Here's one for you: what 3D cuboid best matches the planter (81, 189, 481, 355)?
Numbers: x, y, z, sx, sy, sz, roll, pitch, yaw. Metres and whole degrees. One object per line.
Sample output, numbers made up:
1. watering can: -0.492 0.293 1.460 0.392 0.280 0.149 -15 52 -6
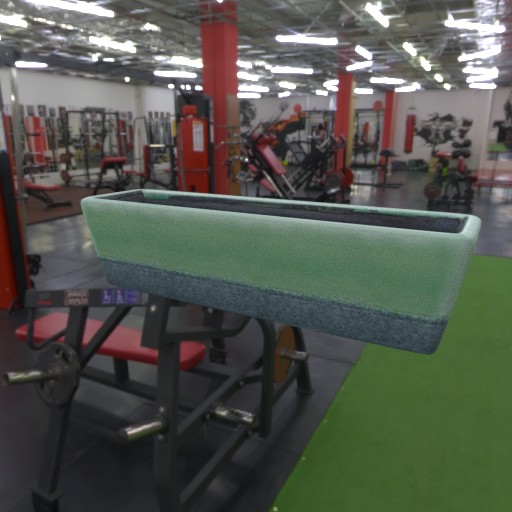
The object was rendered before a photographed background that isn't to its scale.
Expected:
1. planter: 0.000 0.000 0.312 0.275 0.072 0.072 8 18 28
